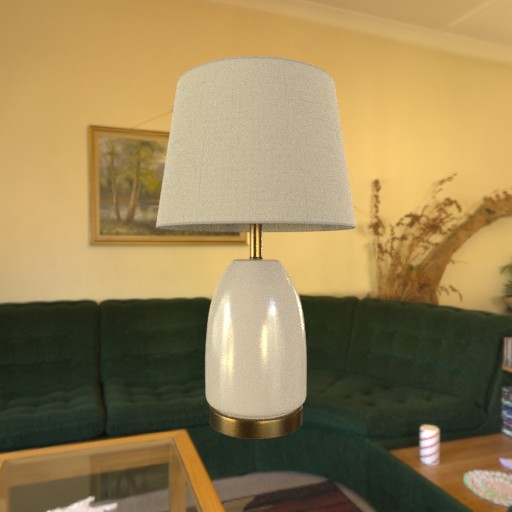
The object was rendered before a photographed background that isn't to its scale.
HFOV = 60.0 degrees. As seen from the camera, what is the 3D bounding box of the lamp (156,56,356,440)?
[{"bbox_3d":[0.000,0.000,0.648,0.285,0.483,0.285,0,1,0],"label":"lamp"}]
